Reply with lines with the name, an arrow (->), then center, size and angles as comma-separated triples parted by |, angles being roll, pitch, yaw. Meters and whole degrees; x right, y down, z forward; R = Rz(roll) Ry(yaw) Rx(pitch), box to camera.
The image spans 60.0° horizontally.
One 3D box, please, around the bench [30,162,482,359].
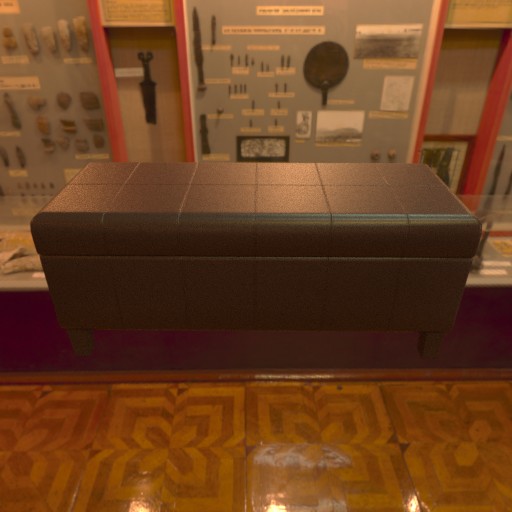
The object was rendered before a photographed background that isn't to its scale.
bench -> 0.000, 0.000, 1.340 | 1.092, 0.457, 0.429 | 0, 31, 1
